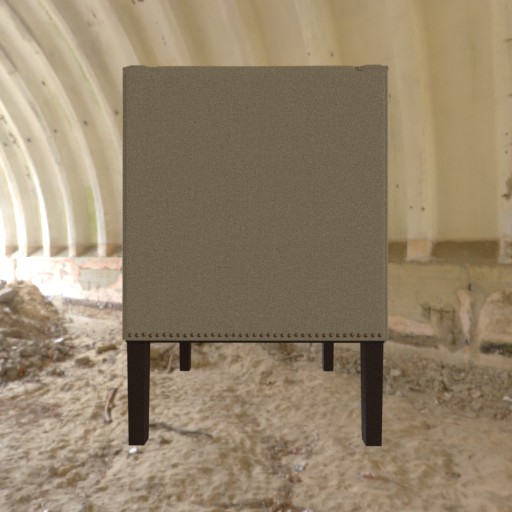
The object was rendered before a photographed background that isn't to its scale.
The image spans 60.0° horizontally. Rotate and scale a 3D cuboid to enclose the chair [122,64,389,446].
[{"bbox_3d":[0.000,0.000,1.346,0.610,0.864,0.737,0,0,0],"label":"chair"}]
